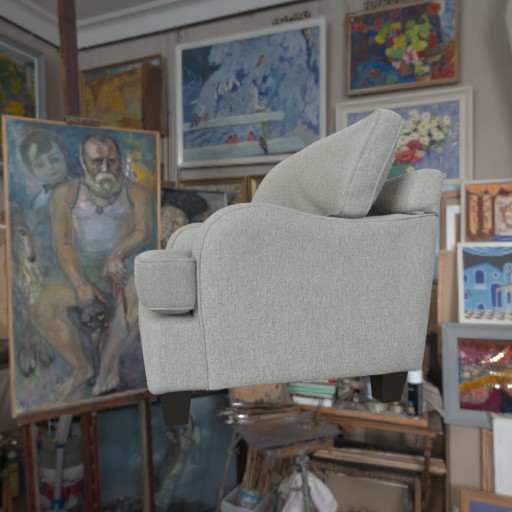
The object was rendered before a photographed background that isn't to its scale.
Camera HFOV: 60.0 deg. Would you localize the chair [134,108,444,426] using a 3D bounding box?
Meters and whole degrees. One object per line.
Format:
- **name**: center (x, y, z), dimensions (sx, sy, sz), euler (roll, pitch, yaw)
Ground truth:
- **chair**: center (0.000, 0.000, 1.974), dimensions (1.041, 1.016, 1.220), euler (0, 1, -16)
